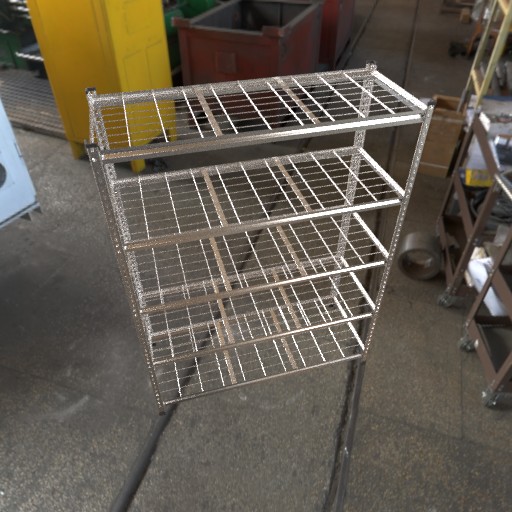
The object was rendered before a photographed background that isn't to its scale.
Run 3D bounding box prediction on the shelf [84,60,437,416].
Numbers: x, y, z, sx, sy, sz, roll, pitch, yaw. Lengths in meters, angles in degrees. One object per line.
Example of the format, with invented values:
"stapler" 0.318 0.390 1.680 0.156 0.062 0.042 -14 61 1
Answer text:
"shelf" 0.000 0.000 2.703 1.524 1.981 0.610 -11 42 -12
